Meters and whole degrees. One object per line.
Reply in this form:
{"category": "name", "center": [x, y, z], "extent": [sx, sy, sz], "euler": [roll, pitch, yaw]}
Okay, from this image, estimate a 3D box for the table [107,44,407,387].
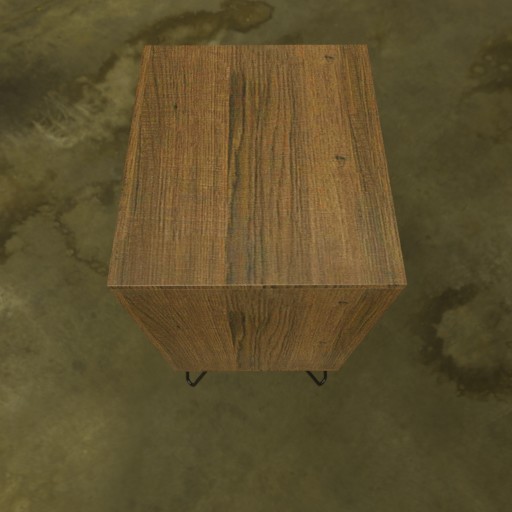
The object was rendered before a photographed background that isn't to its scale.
{"category": "table", "center": [0.000, 0.000, 1.164], "extent": [0.457, 0.866, 0.526], "euler": [0, 64, 0]}
